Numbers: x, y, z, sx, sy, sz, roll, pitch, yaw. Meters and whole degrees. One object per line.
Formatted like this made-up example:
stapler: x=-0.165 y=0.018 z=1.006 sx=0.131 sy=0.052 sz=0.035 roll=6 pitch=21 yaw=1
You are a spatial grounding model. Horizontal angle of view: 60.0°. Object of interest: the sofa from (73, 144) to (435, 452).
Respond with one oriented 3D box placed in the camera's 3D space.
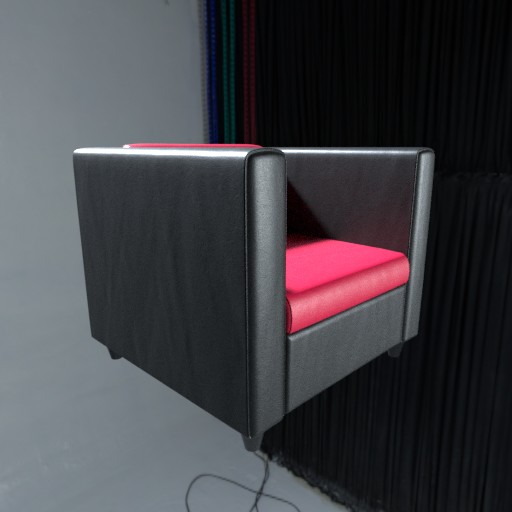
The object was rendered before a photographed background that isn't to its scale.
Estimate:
sofa: x=0.000 y=0.000 z=1.473 sx=0.809 sy=0.724 sz=0.839 roll=13 pitch=19 yaw=43
